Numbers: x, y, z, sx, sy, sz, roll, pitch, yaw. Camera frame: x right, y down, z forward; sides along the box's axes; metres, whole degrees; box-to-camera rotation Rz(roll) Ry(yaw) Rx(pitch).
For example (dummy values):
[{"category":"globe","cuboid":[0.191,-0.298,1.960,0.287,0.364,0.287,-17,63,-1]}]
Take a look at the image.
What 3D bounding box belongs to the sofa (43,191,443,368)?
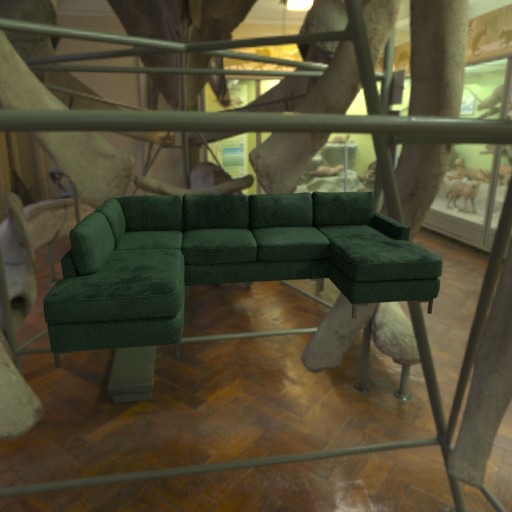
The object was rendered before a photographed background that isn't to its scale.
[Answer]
[{"category":"sofa","cuboid":[0.000,0.000,3.882,2.994,0.861,1.992,-2,17,-8]}]
